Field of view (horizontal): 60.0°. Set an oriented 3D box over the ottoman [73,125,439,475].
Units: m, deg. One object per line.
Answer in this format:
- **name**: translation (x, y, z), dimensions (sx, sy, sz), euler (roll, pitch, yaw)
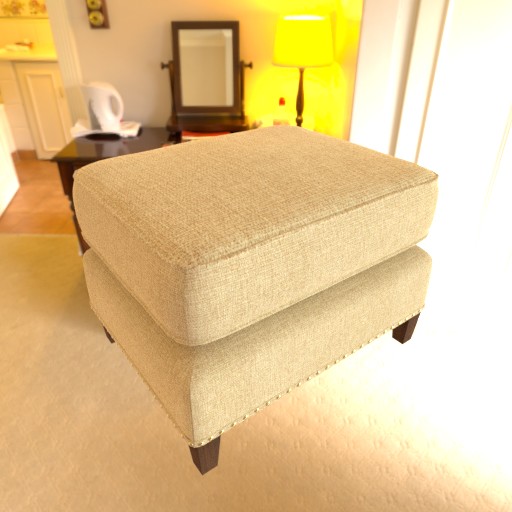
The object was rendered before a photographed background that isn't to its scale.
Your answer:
- **ottoman**: translation (0.000, 0.000, 1.137), dimensions (0.738, 0.537, 0.589), euler (-21, 37, -31)
